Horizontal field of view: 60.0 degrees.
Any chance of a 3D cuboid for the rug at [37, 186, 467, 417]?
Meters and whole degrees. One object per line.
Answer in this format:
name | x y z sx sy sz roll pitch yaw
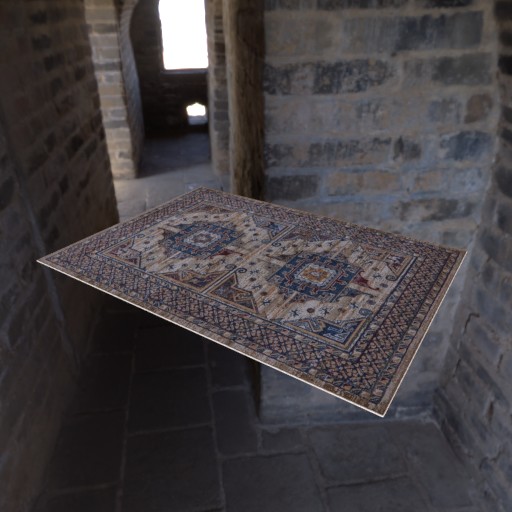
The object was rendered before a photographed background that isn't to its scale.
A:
rug | 0.000 0.000 2.825 2.227 0.008 1.611 18 33 29
